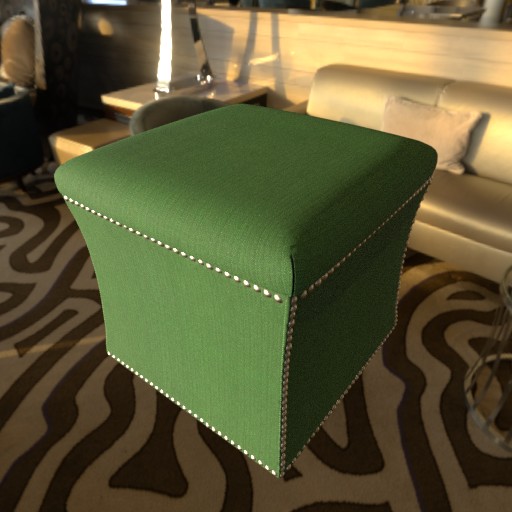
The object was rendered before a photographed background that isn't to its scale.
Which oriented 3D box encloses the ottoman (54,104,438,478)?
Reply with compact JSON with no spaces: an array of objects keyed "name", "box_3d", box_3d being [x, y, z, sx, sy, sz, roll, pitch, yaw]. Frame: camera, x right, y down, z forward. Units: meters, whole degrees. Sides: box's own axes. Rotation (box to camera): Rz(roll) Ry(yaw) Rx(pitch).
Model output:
[{"name":"ottoman","box_3d":[0.000,0.000,0.878,0.497,0.475,0.507,23,40,31]}]
